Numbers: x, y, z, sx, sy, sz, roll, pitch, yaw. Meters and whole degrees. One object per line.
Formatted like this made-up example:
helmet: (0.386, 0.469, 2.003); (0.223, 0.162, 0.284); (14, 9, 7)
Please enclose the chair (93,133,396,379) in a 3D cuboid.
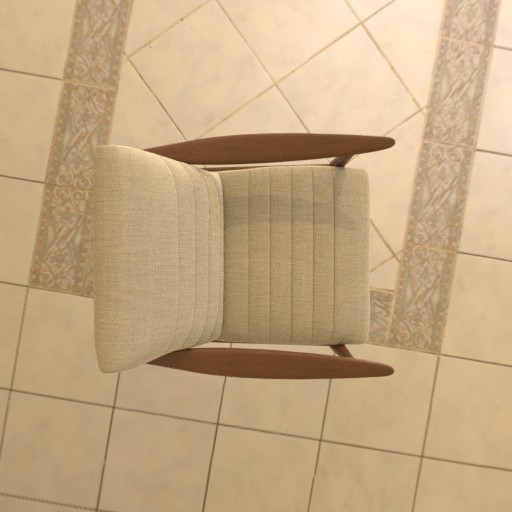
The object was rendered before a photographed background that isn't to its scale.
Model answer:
chair: (0.000, 0.000, 1.460); (0.798, 0.832, 0.741); (0, 91, -1)
